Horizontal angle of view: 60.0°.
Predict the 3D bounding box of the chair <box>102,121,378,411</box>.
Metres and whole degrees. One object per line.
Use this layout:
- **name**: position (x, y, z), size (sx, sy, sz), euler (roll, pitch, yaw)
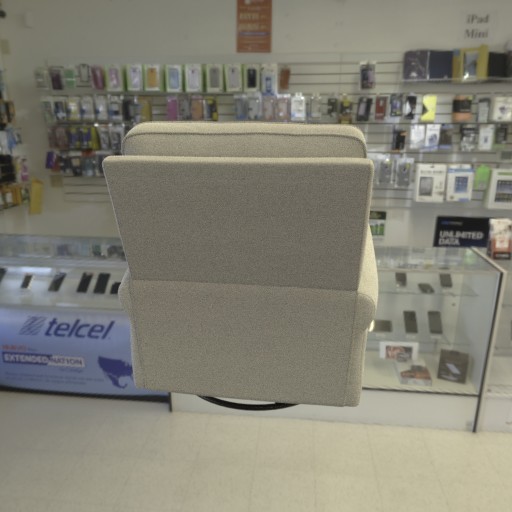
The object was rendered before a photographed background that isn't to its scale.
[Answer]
- **chair**: position (0.000, 0.000, 1.656), size (0.890, 0.960, 0.878), euler (2, 17, 8)
